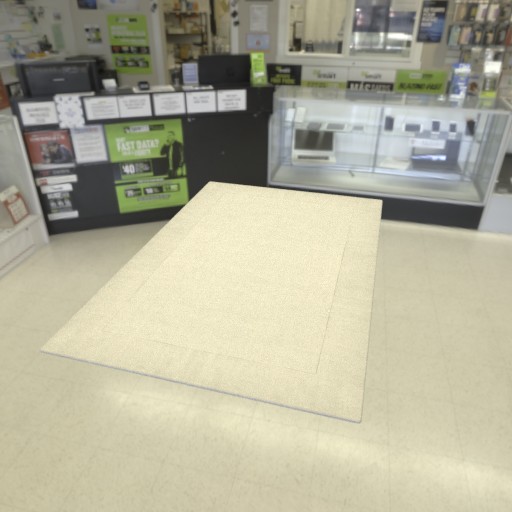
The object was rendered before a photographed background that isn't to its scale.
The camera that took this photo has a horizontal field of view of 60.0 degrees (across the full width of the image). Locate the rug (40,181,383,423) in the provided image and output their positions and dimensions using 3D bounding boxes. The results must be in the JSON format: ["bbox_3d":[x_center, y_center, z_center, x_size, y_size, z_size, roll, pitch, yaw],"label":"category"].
[{"bbox_3d":[0.000,0.000,2.315,1.219,0.013,1.829,8,32,14],"label":"rug"}]
